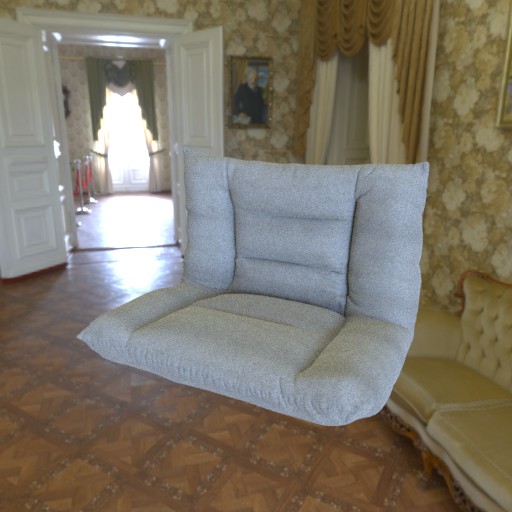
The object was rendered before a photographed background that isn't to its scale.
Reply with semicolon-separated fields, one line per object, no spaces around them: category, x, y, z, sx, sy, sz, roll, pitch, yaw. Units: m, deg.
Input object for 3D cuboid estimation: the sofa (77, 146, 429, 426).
sofa;0.000;0.000;1.704;1.144;0.795;0.847;8;17;27
